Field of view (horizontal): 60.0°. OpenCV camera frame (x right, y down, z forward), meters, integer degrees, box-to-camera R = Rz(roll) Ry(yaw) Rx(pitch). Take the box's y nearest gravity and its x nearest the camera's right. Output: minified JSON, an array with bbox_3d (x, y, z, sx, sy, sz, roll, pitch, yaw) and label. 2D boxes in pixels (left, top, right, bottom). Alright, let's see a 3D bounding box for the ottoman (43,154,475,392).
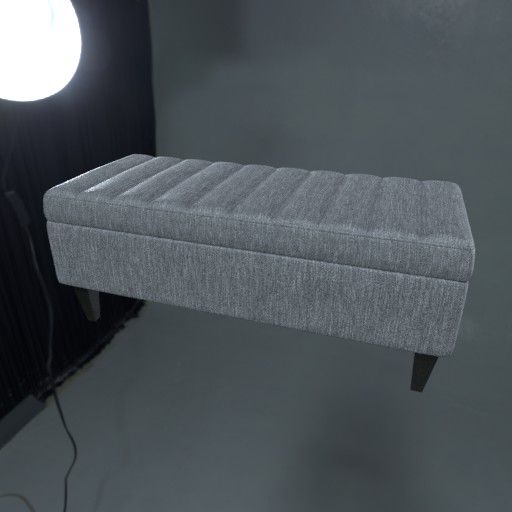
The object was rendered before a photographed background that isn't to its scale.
[{"bbox_3d":[0.000,0.000,1.383,1.151,0.469,0.482,9,28,17],"label":"ottoman"}]
